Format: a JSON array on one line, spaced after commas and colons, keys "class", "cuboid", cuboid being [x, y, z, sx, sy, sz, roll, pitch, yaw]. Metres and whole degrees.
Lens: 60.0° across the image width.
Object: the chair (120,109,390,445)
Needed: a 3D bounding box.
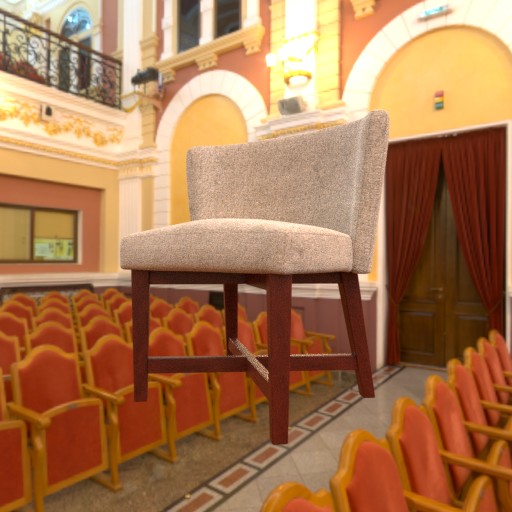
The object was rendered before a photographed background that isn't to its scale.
[{"class": "chair", "cuboid": [0.000, 0.000, 1.298, 0.728, 0.827, 0.575, 0, 0, 37]}]
